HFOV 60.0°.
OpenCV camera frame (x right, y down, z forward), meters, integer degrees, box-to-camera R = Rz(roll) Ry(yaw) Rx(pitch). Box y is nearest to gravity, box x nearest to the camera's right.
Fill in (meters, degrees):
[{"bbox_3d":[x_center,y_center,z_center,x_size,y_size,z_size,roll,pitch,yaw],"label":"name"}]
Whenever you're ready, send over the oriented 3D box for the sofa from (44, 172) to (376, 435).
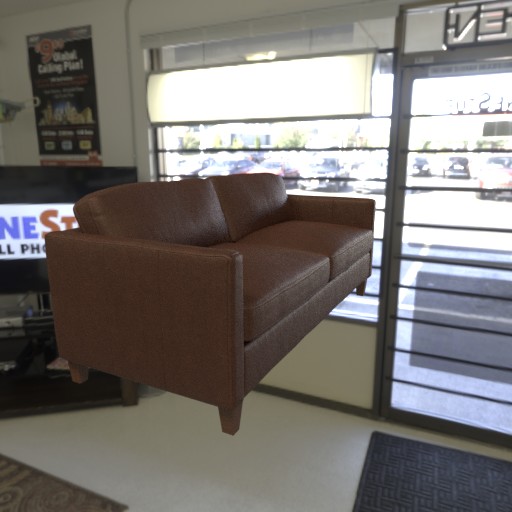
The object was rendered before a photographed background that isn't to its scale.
[{"bbox_3d":[0.000,0.000,2.468,0.923,0.863,1.971,7,15,27],"label":"sofa"}]
